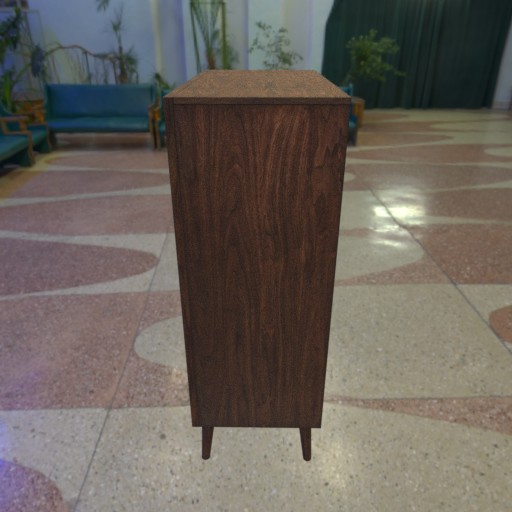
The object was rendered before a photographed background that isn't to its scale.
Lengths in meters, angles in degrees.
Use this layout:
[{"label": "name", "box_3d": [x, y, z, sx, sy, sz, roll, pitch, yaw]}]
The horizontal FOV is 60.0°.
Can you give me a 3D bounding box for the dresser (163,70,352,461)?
[{"label": "dresser", "box_3d": [0.000, 0.000, 1.841, 0.498, 1.365, 0.919, 0, 27, 1]}]
